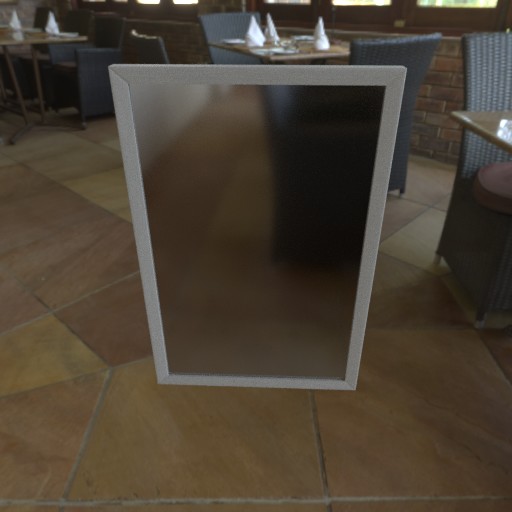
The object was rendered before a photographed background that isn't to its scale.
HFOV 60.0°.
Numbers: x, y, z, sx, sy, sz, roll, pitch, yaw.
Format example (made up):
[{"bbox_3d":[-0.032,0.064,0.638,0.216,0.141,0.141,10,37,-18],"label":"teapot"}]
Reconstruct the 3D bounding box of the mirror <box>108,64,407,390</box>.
[{"bbox_3d":[0.000,0.000,1.151,0.609,0.915,0.040,1,30,2],"label":"mirror"}]
